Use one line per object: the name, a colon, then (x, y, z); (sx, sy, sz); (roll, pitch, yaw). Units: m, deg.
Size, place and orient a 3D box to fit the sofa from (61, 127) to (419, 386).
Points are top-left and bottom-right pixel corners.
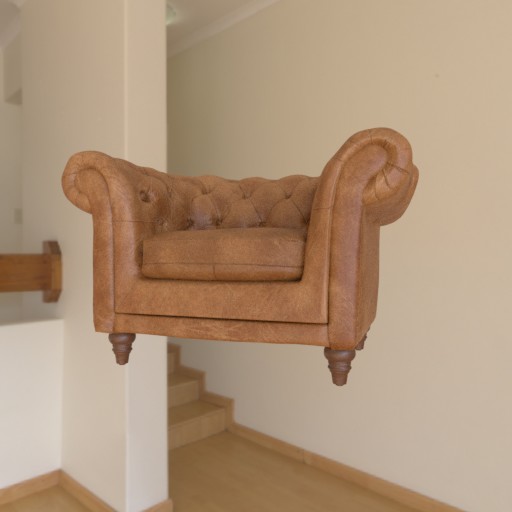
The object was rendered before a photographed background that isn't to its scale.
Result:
sofa: (0.000, 0.000, 2.045); (1.405, 0.878, 1.033); (0, 0, 19)
